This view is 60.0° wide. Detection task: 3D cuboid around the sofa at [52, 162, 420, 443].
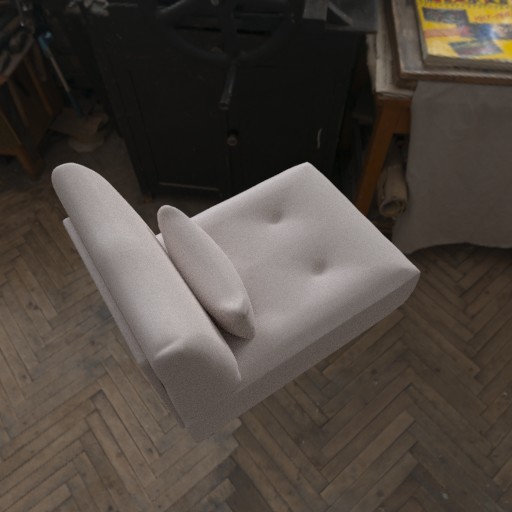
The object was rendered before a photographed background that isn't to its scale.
[{"bbox_3d":[0.000,0.000,1.541,1.000,0.820,0.700,-29,61,-18],"label":"sofa"}]
